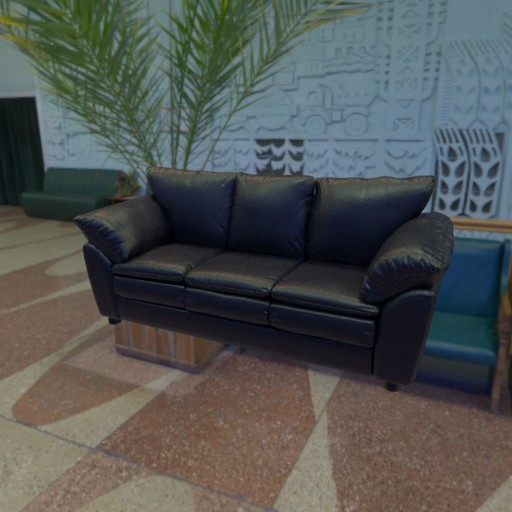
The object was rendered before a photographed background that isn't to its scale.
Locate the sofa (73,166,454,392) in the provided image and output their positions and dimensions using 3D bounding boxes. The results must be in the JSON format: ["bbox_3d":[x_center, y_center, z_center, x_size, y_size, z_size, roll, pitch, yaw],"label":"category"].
[{"bbox_3d":[0.000,0.000,2.891,2.336,1.073,0.880,7,17,25],"label":"sofa"}]
